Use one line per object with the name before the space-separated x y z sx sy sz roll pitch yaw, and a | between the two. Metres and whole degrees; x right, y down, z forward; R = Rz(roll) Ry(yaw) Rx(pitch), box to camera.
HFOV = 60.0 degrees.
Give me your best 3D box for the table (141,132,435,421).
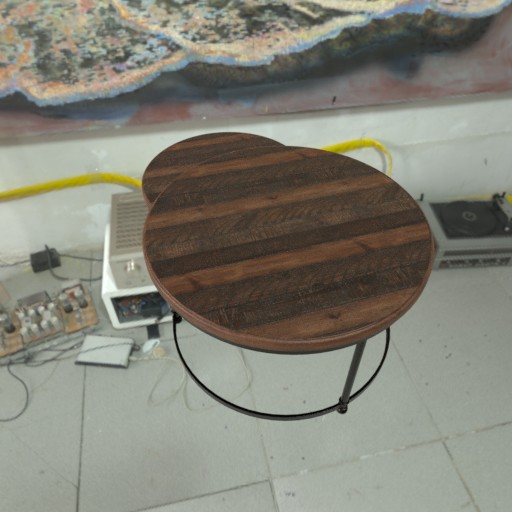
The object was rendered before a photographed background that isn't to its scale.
table | 0.000 0.000 1.606 0.870 0.516 1.152 -32 54 -28
